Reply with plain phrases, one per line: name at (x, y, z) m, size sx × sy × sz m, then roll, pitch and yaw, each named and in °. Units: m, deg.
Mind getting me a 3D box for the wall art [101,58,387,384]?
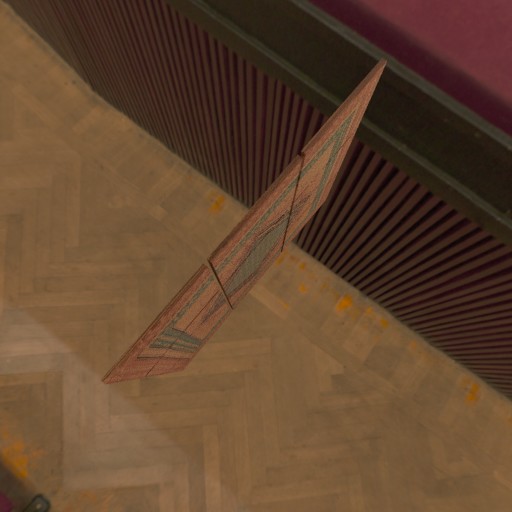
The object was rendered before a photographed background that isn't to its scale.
wall art at (0.000, 0.000, 1.370) m, size 0.013 × 0.914 × 0.915 m, roll 39°, pitch 80°, yaw 8°
